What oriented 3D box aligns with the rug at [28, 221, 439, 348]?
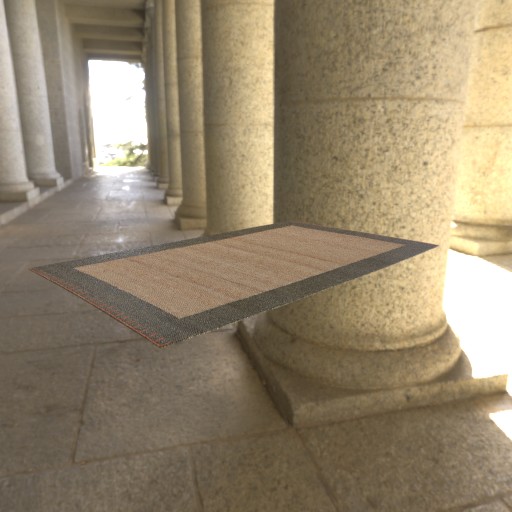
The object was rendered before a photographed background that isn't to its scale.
[{"bbox_3d":[0.000,0.000,3.000,2.435,0.006,1.521,-14,20,-42],"label":"rug"}]
